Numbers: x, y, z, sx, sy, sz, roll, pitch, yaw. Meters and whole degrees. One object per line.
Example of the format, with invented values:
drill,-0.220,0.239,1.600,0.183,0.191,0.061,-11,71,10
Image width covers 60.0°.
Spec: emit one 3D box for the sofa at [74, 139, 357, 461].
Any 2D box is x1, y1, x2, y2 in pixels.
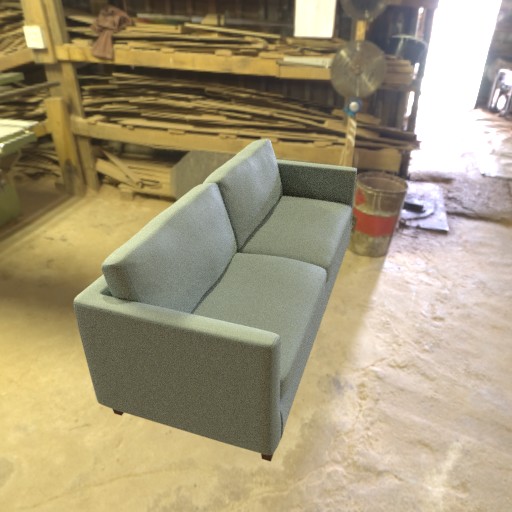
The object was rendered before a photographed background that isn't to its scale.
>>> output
sofa,0.000,0.000,2.790,0.951,0.965,2.208,10,31,16
